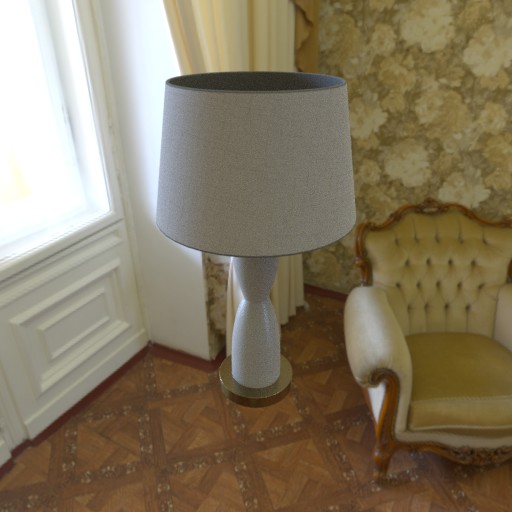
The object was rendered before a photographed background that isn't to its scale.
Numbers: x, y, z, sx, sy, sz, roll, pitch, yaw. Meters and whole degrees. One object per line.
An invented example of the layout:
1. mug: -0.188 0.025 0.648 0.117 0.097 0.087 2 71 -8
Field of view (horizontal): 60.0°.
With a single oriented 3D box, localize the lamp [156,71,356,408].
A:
1. lamp: 0.000 0.000 0.733 0.309 0.545 0.309 0 28 0
